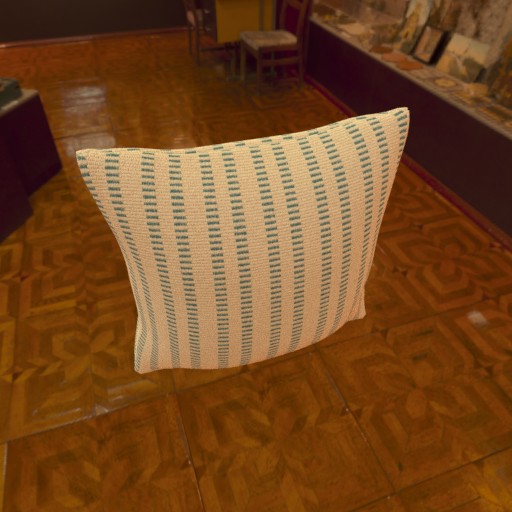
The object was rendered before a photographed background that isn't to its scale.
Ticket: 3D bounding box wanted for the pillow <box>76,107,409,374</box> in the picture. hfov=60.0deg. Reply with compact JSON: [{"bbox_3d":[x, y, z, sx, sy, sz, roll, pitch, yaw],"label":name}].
[{"bbox_3d":[0.000,0.000,0.684,0.438,0.419,0.247,-11,42,-13],"label":"pillow"}]
